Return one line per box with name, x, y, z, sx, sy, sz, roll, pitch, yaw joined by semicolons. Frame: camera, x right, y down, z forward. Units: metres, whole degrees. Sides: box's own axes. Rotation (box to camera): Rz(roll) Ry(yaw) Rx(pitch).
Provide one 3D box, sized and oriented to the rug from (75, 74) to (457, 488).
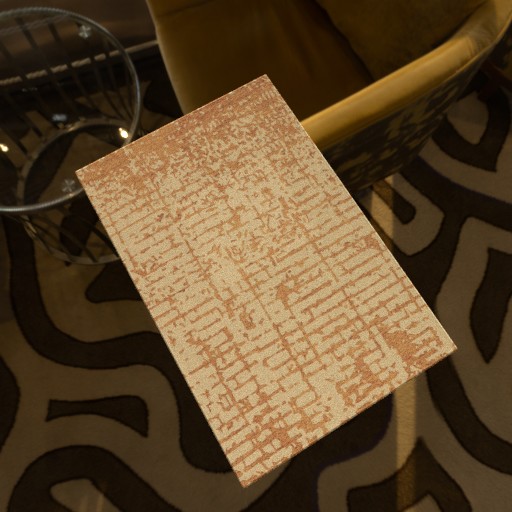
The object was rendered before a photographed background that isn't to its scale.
rug;0.000;0.000;2.300;1.219;0.011;1.829;-30;77;-8
